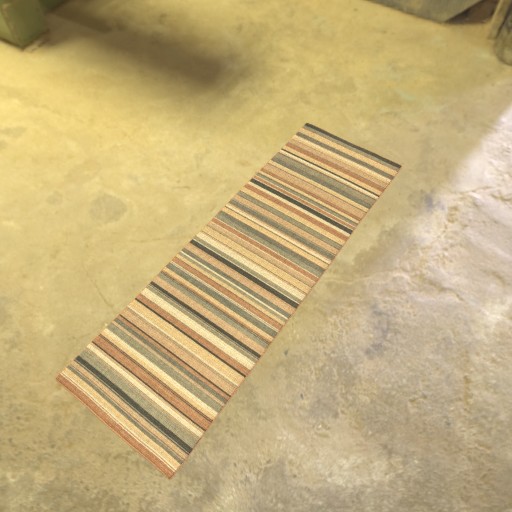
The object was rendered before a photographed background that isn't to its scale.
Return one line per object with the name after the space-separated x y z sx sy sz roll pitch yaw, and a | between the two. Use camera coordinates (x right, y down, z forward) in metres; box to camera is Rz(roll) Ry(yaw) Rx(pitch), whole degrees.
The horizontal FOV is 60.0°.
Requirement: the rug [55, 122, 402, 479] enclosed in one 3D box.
0.000 0.000 2.690 0.799 0.010 2.444 31 61 19 | rug
